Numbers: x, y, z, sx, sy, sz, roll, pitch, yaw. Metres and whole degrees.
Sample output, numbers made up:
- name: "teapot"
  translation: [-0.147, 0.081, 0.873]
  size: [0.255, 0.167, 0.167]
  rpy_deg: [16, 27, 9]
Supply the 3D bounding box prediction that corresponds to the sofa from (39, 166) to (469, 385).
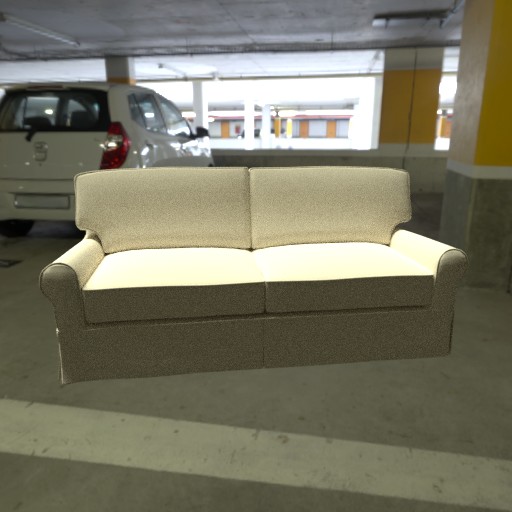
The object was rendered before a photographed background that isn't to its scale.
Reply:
- name: "sofa"
  translation: [0.000, 0.000, 2.443]
  size: [2.021, 0.937, 0.862]
  rpy_deg: [-2, 16, -7]
